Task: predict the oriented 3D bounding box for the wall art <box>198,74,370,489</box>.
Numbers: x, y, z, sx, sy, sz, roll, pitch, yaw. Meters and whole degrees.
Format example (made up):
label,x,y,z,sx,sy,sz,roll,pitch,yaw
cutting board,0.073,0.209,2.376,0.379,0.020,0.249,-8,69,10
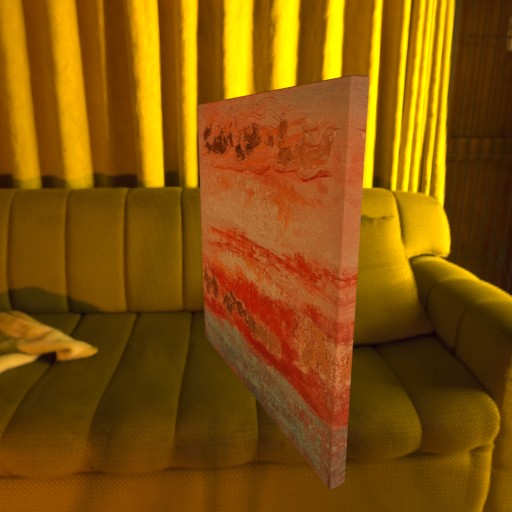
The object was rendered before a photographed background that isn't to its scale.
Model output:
label,x,y,z,sx,sy,sz,roll,pitch,yaw
wall art,0.000,0.000,1.088,0.035,0.747,0.747,-7,17,-24
